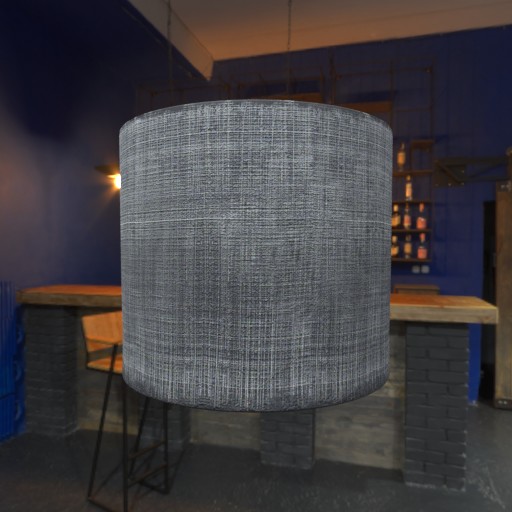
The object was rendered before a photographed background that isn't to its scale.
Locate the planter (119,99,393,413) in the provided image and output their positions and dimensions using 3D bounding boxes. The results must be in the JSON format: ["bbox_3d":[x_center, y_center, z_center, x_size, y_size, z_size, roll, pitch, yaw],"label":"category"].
[{"bbox_3d":[0.000,0.000,0.434,0.254,0.221,0.254,0,1,0],"label":"planter"}]
